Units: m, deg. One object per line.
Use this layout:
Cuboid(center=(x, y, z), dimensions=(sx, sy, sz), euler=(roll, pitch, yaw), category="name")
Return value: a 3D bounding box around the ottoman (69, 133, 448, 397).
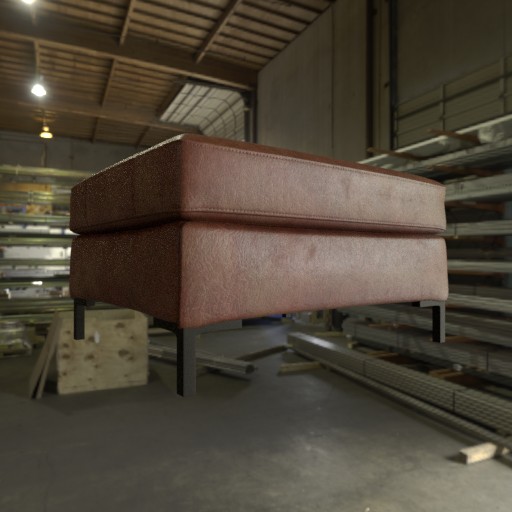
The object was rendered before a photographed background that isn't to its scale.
Cuboid(center=(0.000, 0.000, 1.751), dimensions=(1.186, 0.667, 0.965), euler=(0, 0, -37), category="ottoman")
